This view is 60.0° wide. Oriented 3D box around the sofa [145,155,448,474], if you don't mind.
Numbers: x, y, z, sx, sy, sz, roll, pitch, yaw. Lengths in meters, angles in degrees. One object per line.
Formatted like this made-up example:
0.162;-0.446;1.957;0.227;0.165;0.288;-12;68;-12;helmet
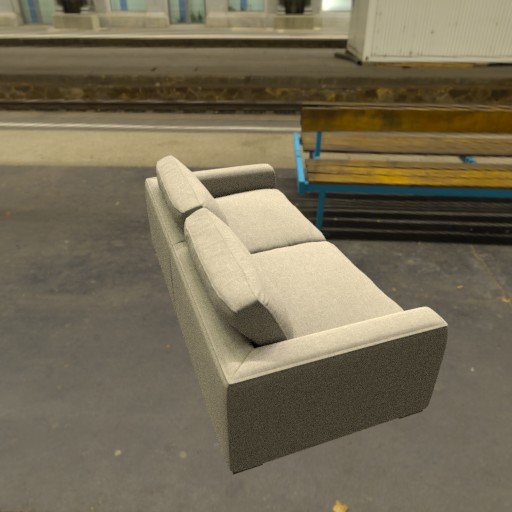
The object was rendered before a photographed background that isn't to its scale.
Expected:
0.000;0.000;2.768;1.070;0.801;2.262;-11;33;-17;sofa
